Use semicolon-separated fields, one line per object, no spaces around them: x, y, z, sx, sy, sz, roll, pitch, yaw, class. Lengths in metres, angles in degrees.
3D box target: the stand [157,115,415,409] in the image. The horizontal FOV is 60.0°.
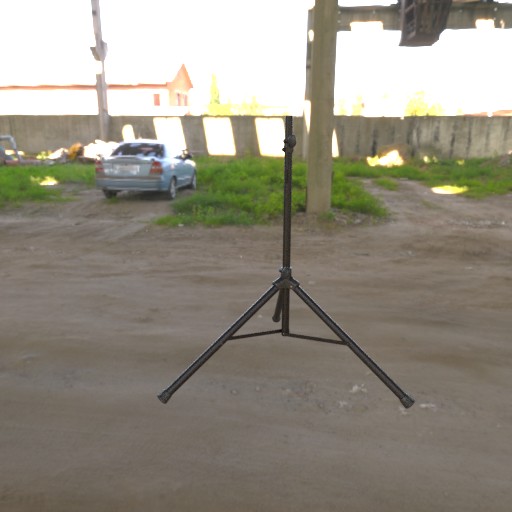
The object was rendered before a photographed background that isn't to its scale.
0.000;0.000;1.868;0.907;1.136;1.045;-8;17;-27;stand
